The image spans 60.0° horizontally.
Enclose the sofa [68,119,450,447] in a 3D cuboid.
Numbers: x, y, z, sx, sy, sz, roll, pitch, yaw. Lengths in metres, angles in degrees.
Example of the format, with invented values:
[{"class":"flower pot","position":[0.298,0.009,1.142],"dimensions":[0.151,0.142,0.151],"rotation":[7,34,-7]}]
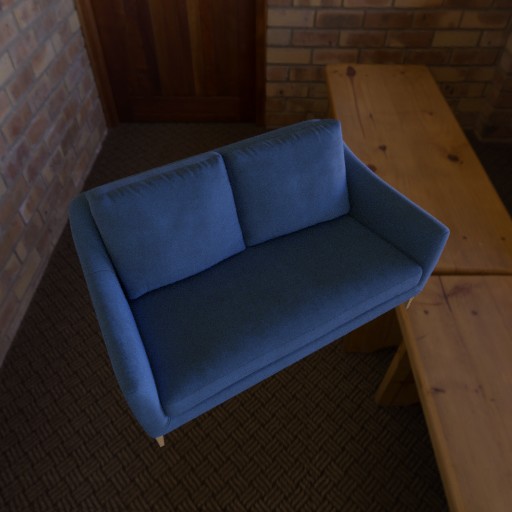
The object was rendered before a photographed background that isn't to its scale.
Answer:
[{"class":"sofa","position":[0.000,0.000,2.194],"dimensions":[1.619,0.902,0.960],"rotation":[-23,50,-21]}]
